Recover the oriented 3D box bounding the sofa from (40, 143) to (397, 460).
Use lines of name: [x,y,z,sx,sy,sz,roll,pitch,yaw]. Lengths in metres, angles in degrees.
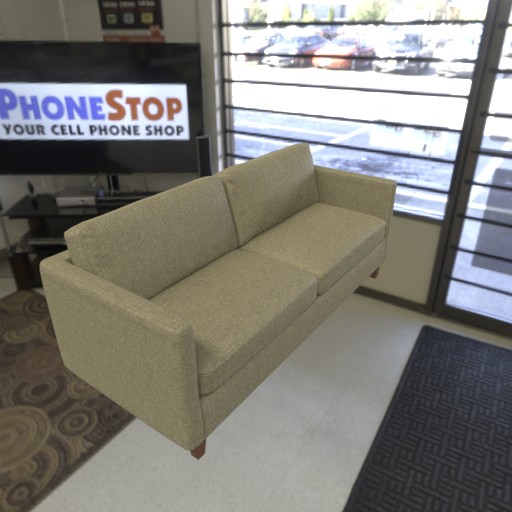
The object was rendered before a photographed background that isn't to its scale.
sofa: [0.000,0.000,2.721,0.956,0.960,2.208,19,33,32]
